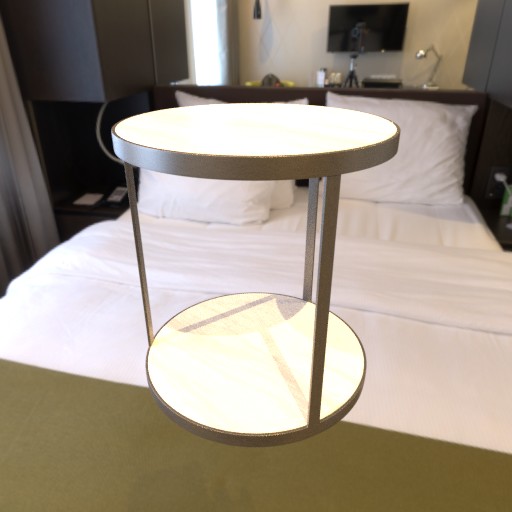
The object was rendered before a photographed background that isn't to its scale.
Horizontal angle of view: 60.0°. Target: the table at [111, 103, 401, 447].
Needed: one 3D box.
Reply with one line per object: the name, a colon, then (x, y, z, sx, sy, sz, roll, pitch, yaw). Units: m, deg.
table: (0.000, 0.000, 0.817, 0.445, 0.479, 0.445, 0, 27, 0)
